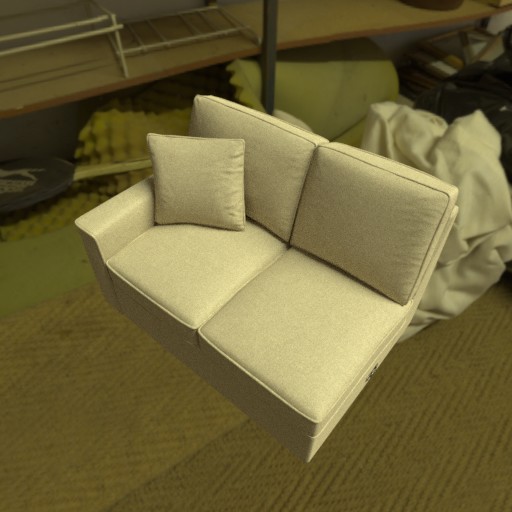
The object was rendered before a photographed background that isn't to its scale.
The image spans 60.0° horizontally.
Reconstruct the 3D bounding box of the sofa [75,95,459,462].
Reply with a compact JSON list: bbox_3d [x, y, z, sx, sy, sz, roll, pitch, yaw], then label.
[{"bbox_3d":[0.000,0.000,2.071,1.388,0.989,0.991,31,53,27],"label":"sofa"}]
